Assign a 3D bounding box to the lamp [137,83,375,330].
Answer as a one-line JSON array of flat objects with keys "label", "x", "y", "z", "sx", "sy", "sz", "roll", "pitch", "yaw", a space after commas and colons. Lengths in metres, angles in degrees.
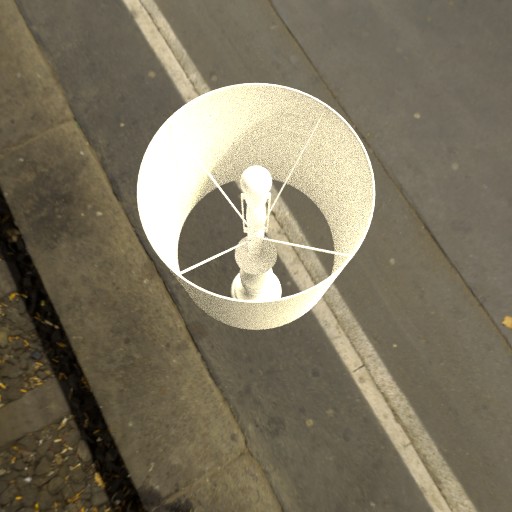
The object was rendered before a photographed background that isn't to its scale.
[{"label": "lamp", "x": 0.000, "y": 0.000, "z": 0.732, "sx": 0.250, "sy": 0.597, "sz": 0.250, "roll": 38, "pitch": 78, "yaw": 10}]
